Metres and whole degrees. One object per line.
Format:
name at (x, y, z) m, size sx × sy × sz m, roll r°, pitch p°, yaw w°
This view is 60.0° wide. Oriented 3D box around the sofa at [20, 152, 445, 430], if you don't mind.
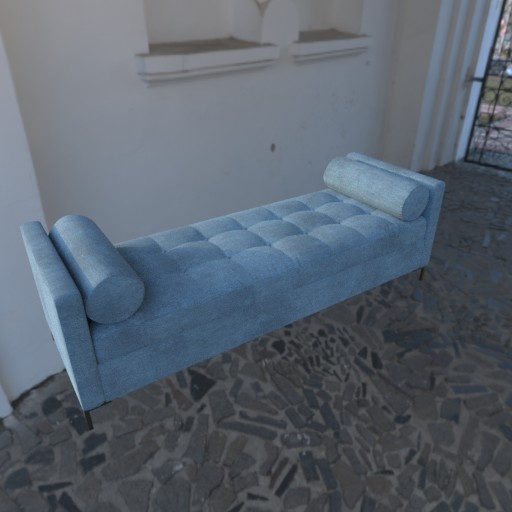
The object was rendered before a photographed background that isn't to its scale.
sofa at (0.000, 0.000, 2.265) m, size 1.981 × 0.635 × 0.686 m, roll -18°, pitch 34°, yaw -29°
